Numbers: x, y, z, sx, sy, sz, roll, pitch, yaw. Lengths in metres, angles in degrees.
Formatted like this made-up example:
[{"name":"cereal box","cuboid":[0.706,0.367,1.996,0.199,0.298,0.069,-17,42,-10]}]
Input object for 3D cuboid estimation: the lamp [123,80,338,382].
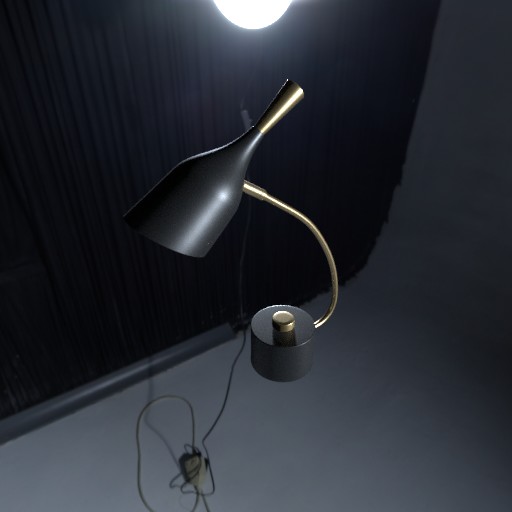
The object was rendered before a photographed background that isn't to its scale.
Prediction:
[{"name":"lamp","cuboid":[0.000,0.000,0.635,0.352,0.464,0.110,-20,37,-29]}]
